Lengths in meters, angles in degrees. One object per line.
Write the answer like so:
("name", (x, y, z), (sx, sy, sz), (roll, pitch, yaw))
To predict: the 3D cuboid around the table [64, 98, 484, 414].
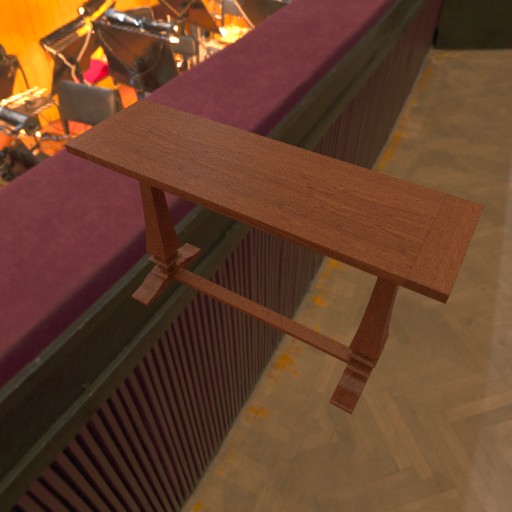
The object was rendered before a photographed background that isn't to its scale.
("table", (0.000, 0.000, 1.891), (1.478, 0.852, 0.461), (23, 50, 21))
